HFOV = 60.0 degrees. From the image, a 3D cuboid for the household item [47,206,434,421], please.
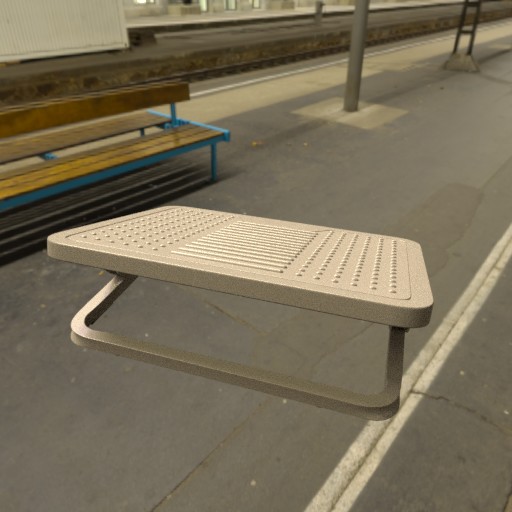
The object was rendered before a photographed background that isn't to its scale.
[{"bbox_3d":[0.000,0.000,0.544,0.390,0.126,0.301,10,33,15],"label":"household item"}]
